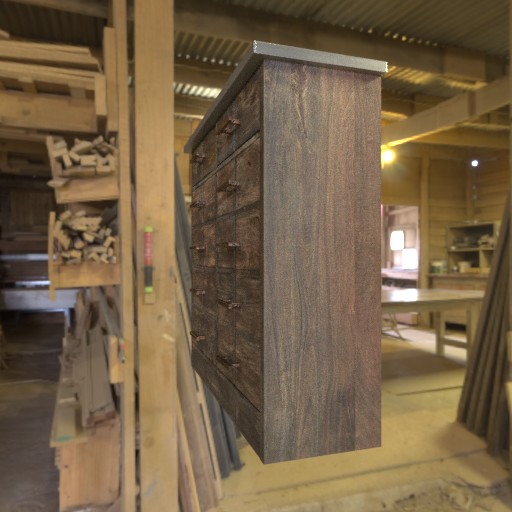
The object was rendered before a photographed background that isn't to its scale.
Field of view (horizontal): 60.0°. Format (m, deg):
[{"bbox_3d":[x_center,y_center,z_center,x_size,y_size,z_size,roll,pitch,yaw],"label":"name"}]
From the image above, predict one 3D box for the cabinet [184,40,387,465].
[{"bbox_3d":[0.000,0.000,1.456,0.338,0.919,0.968,0,0,-18],"label":"cabinet"}]
